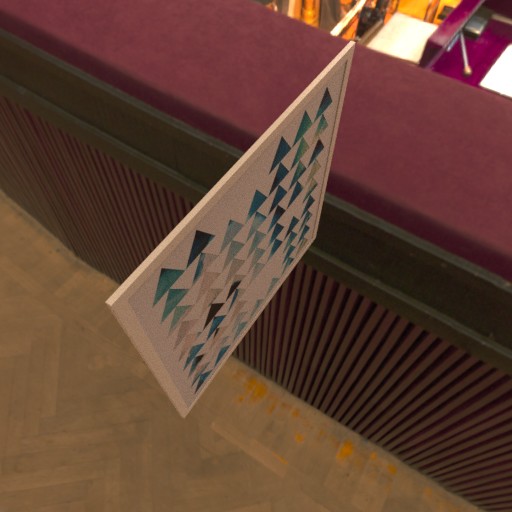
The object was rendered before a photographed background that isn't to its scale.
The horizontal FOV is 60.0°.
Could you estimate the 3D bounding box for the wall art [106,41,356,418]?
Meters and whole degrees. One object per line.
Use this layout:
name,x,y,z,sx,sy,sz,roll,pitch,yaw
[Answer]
wall art,0.000,0.000,1.198,0.012,0.809,0.809,30,63,17
